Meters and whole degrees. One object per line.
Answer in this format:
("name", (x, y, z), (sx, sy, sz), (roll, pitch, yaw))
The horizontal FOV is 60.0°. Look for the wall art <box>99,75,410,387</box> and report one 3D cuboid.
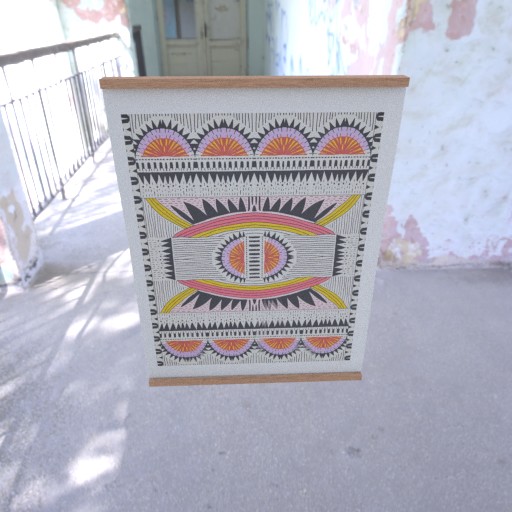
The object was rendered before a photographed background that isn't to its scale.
("wall art", (0.000, 0.000, 0.807), (0.456, 0.609, 0.028), (-1, 30, -2))
